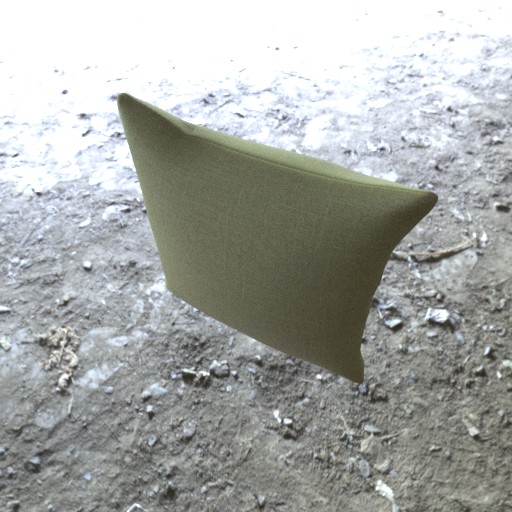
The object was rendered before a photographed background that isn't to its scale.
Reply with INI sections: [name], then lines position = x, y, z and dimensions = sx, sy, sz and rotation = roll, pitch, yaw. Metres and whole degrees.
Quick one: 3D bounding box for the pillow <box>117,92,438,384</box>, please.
[pillow]
position = 0.000, 0.000, 0.649
dimensions = 0.414, 0.399, 0.173
rotation = 23, 51, 20
